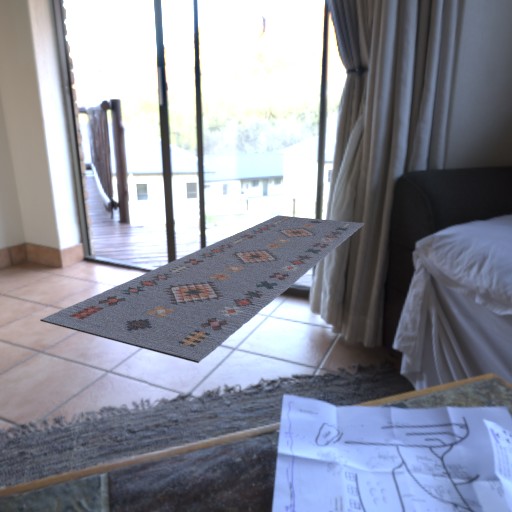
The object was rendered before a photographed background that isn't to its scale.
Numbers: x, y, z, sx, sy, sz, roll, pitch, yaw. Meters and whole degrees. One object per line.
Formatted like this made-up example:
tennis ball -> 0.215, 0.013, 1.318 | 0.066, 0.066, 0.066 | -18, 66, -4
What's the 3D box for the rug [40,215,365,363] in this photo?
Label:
rug -> 0.000, 0.000, 2.686 | 0.766, 0.008, 2.432 | 8, 18, 25
